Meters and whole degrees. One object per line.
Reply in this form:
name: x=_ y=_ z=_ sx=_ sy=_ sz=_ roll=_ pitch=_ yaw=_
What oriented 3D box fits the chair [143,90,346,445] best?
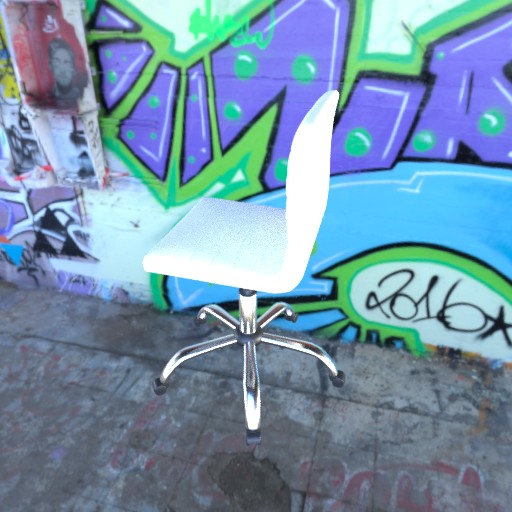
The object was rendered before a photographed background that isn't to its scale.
chair: x=0.000 y=0.000 z=1.151 sx=0.530 sy=0.780 sz=0.556 roll=7 pitch=30 yaw=13
